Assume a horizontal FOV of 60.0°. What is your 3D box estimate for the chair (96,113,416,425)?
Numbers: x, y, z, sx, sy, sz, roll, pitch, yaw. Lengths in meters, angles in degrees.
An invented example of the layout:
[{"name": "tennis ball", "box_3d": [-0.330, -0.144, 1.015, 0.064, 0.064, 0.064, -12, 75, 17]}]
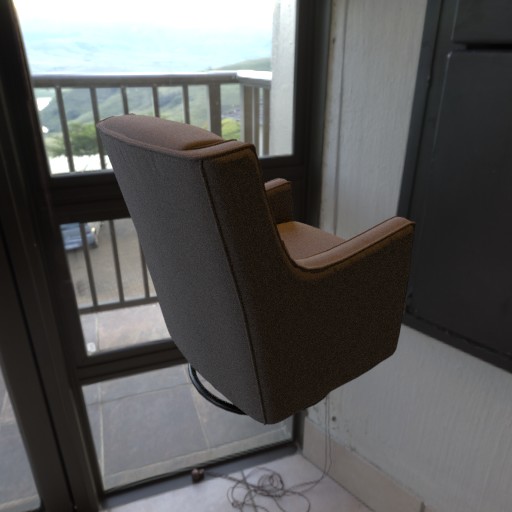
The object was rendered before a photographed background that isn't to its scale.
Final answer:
[{"name": "chair", "box_3d": [0.000, 0.000, 1.590, 0.879, 0.993, 0.732, -18, 30, -33]}]
